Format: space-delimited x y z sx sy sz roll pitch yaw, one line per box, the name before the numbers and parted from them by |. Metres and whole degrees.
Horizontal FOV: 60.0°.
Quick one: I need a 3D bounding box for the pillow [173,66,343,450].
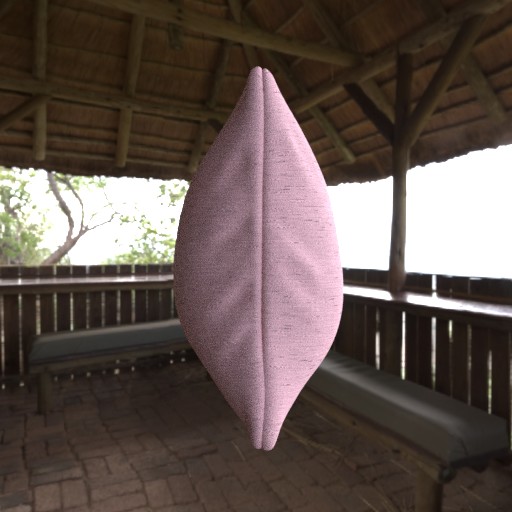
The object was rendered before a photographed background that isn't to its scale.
pillow | 0.000 0.000 0.681 0.246 0.415 0.432 0 1 -2
